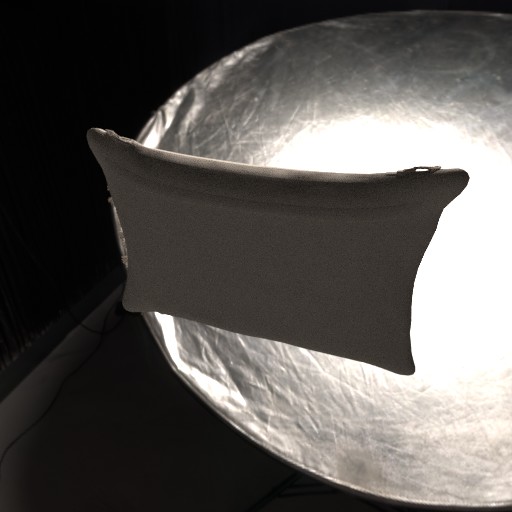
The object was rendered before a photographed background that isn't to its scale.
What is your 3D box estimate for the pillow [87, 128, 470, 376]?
[{"bbox_3d":[0.000,0.000,0.595,0.466,0.305,0.084,10,33,15],"label":"pillow"}]
